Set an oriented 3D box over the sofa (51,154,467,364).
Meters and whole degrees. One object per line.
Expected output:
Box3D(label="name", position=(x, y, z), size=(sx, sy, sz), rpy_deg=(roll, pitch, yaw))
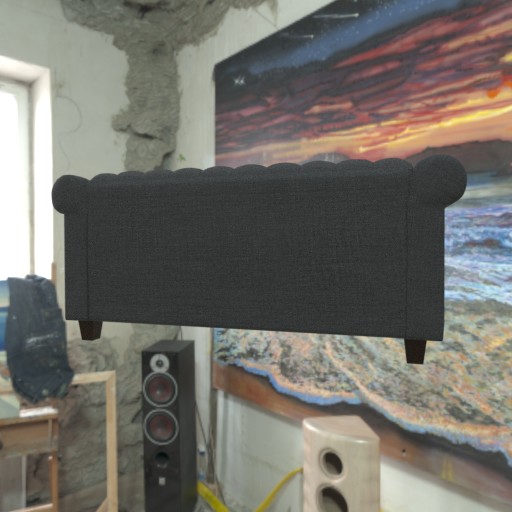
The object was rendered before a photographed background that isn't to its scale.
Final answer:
Box3D(label="sofa", position=(0.000, 0.000, 2.207), size=(1.798, 0.797, 0.783), rpy_deg=(0, 1, 17))
